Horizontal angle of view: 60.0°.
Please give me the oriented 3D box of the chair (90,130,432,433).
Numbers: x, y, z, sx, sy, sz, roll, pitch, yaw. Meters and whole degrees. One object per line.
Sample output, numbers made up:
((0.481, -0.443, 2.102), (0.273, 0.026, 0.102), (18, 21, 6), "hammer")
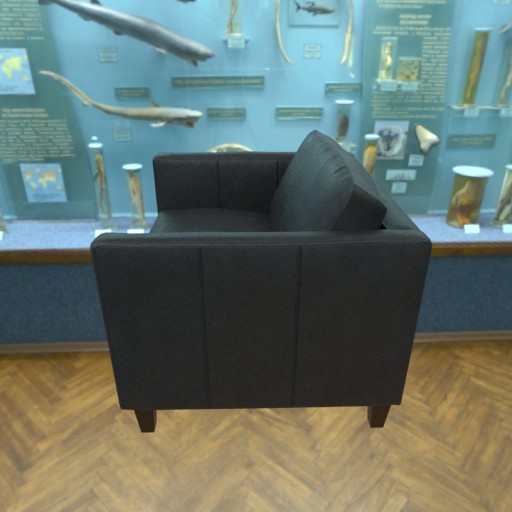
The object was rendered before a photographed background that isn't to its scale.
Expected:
((0.000, 0.000, 1.606), (0.862, 0.811, 0.939), (-1, 27, -1), "chair")
